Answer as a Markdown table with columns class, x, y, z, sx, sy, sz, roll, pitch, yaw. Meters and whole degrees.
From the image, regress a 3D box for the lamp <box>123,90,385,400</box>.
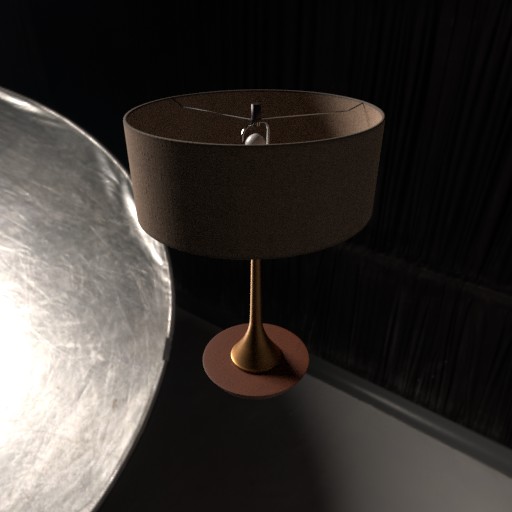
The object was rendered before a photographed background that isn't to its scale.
| class | x | y | z | sx | sy | sz | roll | pitch | yaw |
| --- | --- | --- | --- | --- | --- | --- | --- | --- | --- |
| lamp | 0.000 | 0.000 | 0.834 | 0.396 | 0.551 | 0.417 | 20 | 35 | 31 |
